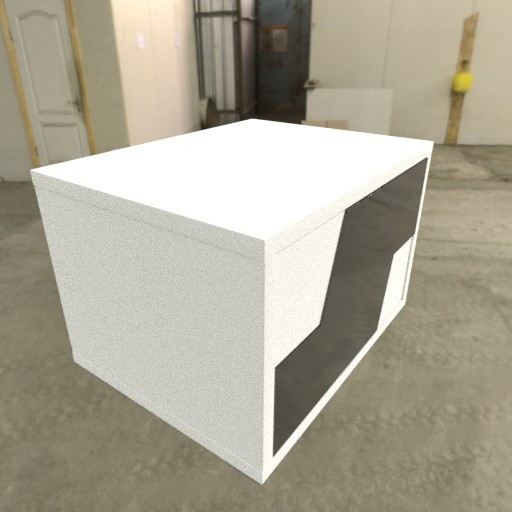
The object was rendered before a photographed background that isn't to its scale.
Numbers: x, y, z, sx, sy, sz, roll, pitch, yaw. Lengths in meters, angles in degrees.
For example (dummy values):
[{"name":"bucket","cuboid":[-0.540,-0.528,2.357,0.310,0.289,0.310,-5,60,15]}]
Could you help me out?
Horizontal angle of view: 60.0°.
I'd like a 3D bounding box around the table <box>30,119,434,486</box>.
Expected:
[{"name":"table","cuboid":[0.000,0.000,0.775,0.399,0.357,0.517,18,32,32]}]
